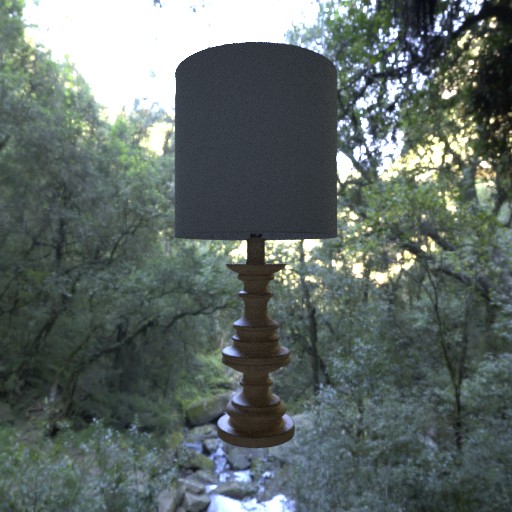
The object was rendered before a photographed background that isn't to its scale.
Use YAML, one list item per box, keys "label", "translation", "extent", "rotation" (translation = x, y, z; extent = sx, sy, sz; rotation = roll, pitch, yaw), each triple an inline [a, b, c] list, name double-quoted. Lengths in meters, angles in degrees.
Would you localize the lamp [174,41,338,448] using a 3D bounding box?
- label: "lamp"
  translation: [0.000, 0.000, 0.574]
  extent: [0.208, 0.455, 0.208]
  rotation: [0, 0, 18]
